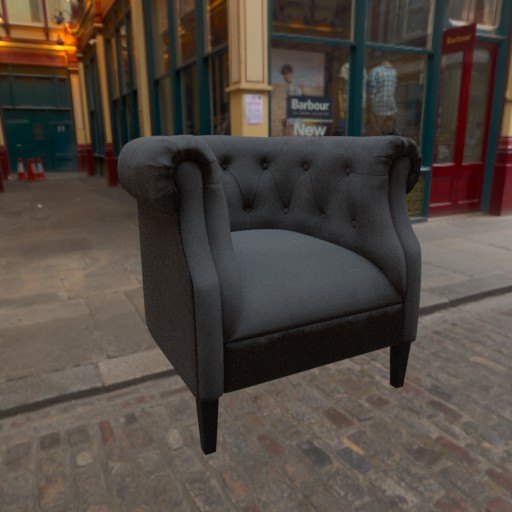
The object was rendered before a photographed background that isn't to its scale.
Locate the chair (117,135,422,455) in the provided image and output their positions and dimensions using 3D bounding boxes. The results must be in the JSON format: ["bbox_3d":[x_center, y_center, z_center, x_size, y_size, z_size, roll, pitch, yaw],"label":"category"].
[{"bbox_3d":[0.000,0.000,1.566,0.904,0.826,0.851,-8,17,-27],"label":"chair"}]
